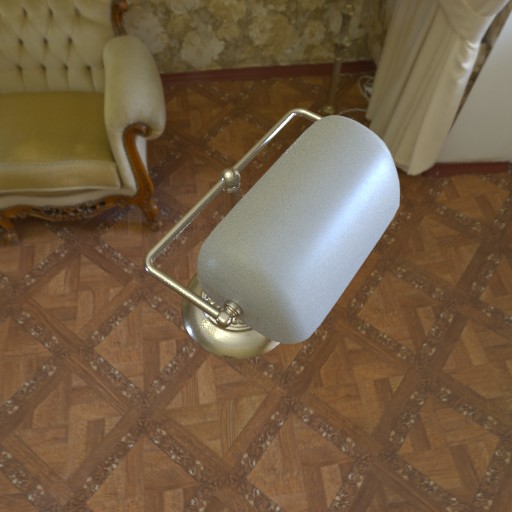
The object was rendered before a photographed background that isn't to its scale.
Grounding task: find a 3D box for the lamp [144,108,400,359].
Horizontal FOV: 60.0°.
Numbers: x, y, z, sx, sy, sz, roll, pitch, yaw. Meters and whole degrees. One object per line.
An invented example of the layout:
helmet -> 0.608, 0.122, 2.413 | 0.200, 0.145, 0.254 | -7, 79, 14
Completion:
lamp -> 0.000, 0.000, 0.537 | 0.243, 0.339, 0.264 | 31, 63, 18
